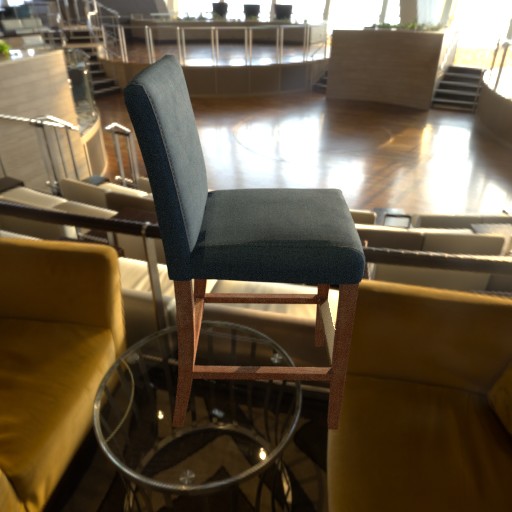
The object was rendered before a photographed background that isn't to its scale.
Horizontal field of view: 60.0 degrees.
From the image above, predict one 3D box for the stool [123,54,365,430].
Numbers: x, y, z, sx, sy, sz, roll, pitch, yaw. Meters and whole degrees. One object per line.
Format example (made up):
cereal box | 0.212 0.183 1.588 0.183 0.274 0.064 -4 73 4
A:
stool | 0.000 0.000 1.363 0.574 1.088 0.454 0 32 0
